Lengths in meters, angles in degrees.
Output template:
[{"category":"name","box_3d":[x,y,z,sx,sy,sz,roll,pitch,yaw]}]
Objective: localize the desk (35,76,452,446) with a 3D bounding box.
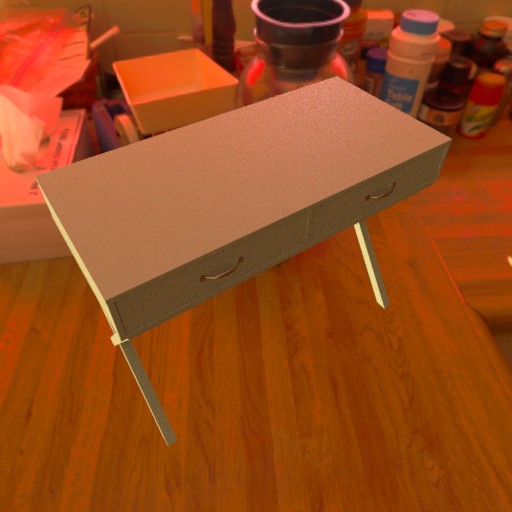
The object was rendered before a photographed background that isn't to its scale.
[{"category":"desk","box_3d":[0.000,0.000,1.507,1.057,0.780,0.525,-26,52,-23]}]
